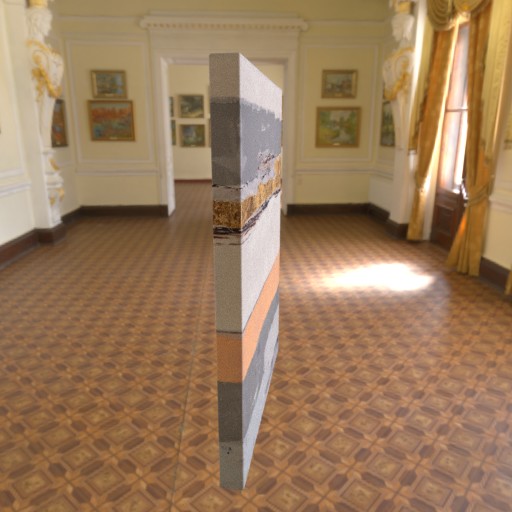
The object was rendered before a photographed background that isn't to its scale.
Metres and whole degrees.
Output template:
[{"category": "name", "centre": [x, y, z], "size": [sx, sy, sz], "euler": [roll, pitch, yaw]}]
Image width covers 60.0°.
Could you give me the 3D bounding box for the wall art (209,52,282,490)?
[{"category": "wall art", "centre": [0.000, 0.000, 0.805], "size": [0.038, 0.609, 0.456], "euler": [3, 16, 9]}]
